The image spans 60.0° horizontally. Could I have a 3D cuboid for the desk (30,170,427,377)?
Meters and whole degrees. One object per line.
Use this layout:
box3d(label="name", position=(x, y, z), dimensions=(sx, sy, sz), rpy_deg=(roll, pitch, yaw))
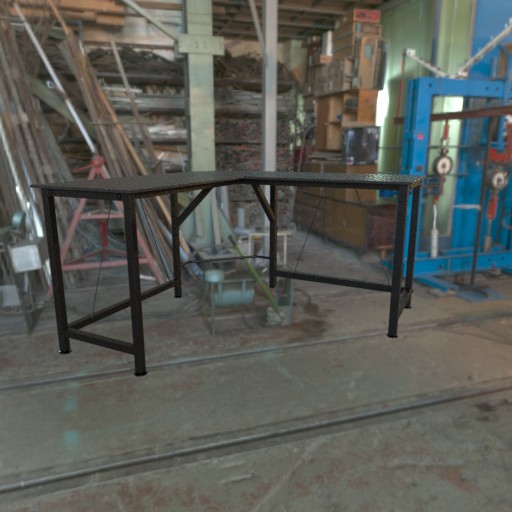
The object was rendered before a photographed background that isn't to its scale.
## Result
box3d(label="desk", position=(0.000, 0.000, 2.233), dimensions=(1.400, 0.762, 1.400), rpy_deg=(7, 15, 26))
